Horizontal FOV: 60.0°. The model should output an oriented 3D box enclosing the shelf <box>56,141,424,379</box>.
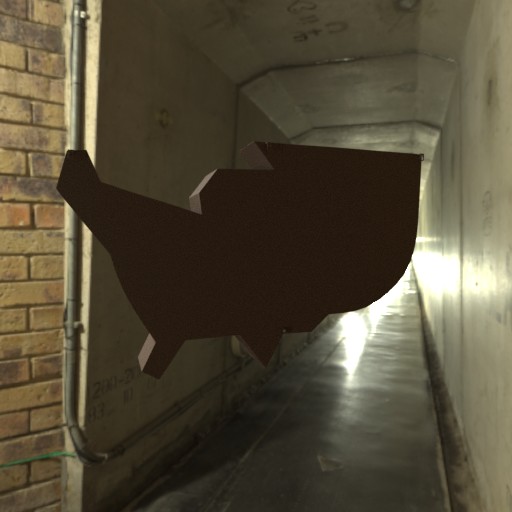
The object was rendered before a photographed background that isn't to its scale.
[{"bbox_3d":[0.000,0.000,0.897,0.729,0.439,0.112,-1,2,-19],"label":"shelf"}]
